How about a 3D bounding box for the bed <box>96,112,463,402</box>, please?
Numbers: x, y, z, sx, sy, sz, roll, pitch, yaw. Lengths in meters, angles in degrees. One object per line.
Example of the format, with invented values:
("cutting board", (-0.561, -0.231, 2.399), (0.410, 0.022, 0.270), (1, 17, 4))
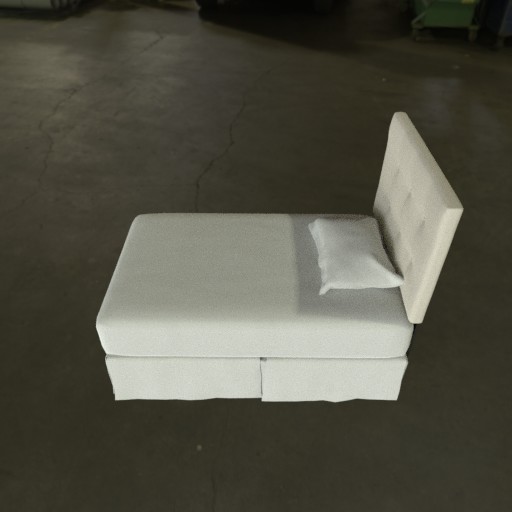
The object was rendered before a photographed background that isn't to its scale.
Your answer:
("bed", (0.000, 0.000, 3.011), (1.997, 1.571, 1.261), (0, 41, 0))
